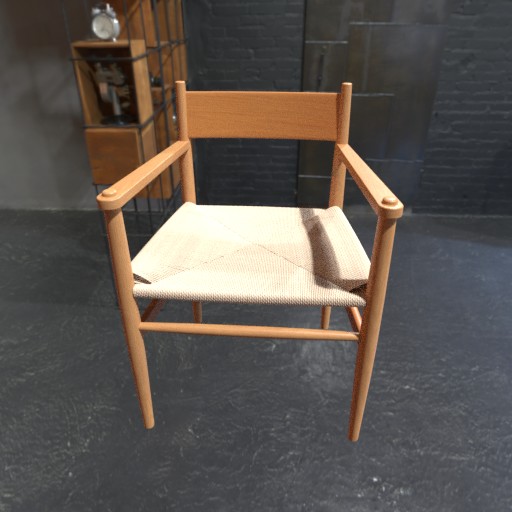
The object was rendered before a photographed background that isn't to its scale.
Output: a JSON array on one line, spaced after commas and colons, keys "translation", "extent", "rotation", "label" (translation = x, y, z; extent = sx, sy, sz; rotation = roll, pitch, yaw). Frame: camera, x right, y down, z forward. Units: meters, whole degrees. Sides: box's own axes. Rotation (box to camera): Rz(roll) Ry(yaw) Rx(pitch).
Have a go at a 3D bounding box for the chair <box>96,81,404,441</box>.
[{"translation": [0.000, 0.000, 1.116], "extent": [0.556, 0.762, 0.495], "rotation": [2, 29, 4], "label": "chair"}]
